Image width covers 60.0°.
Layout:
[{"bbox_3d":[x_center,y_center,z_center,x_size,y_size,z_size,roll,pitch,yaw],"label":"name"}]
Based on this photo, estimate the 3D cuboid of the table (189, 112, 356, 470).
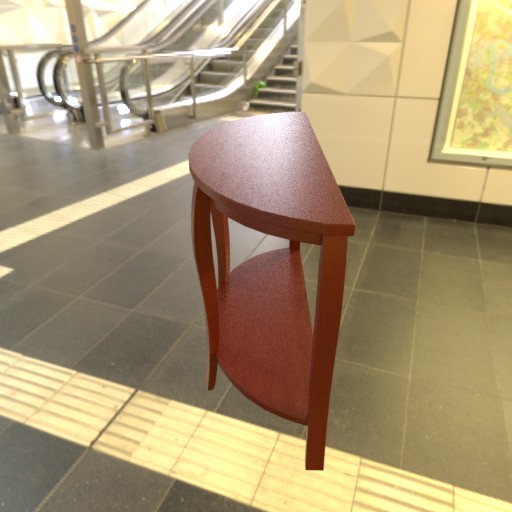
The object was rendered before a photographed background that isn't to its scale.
[{"bbox_3d":[0.000,0.000,1.570,0.405,0.779,1.219,1,28,1],"label":"table"}]
